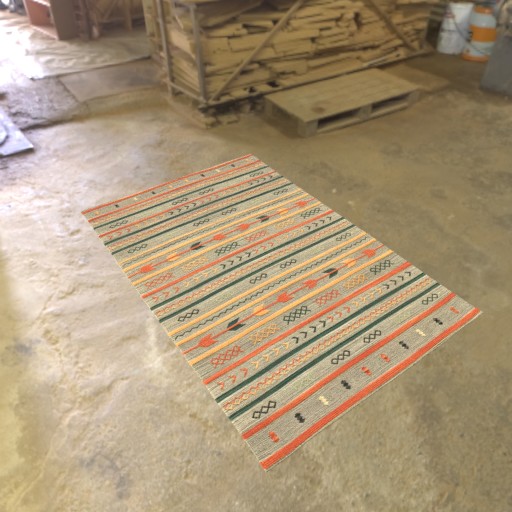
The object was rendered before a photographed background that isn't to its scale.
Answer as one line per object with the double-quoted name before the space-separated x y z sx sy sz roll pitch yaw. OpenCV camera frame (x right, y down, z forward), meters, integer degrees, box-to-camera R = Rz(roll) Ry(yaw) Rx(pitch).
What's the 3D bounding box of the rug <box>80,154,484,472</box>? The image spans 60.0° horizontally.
"rug" 0.000 0.000 2.297 1.220 0.017 1.835 -25 47 -26
